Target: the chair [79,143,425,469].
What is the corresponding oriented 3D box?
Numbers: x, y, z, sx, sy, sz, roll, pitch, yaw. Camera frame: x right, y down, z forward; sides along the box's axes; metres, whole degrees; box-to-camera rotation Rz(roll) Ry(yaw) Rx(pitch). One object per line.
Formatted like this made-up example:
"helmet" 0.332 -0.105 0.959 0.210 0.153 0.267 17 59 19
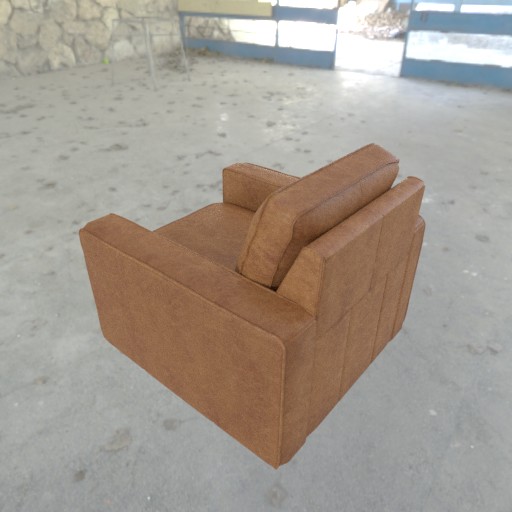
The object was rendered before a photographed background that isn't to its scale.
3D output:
"chair" 0.000 0.000 1.766 1.027 0.901 0.987 22 38 31
